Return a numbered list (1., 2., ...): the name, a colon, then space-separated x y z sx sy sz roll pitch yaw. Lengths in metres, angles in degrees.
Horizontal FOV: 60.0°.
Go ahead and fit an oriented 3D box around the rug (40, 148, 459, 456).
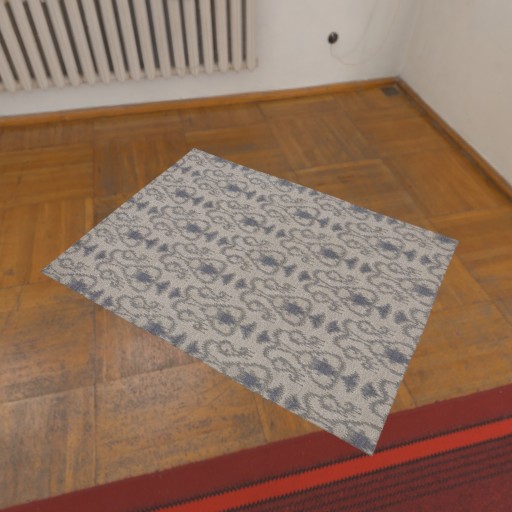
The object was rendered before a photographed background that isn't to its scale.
1. rug: 0.000 0.000 2.958 2.261 0.013 1.676 23 51 21
